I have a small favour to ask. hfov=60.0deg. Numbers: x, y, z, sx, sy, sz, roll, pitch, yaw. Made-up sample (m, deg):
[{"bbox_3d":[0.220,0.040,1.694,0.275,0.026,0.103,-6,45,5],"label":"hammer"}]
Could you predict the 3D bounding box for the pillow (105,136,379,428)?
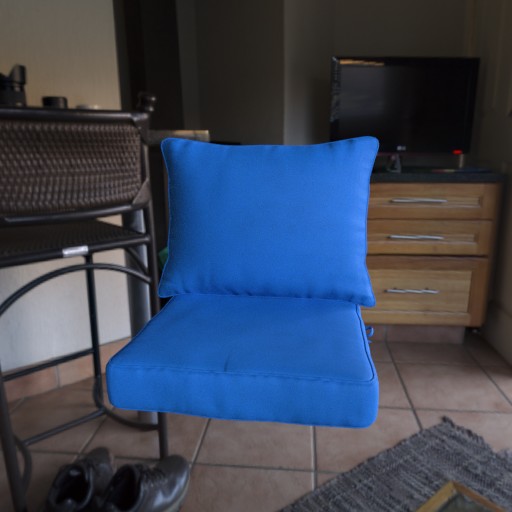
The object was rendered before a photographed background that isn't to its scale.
[{"bbox_3d":[0.000,0.000,1.363,0.798,0.725,0.733,2,13,8],"label":"pillow"}]
